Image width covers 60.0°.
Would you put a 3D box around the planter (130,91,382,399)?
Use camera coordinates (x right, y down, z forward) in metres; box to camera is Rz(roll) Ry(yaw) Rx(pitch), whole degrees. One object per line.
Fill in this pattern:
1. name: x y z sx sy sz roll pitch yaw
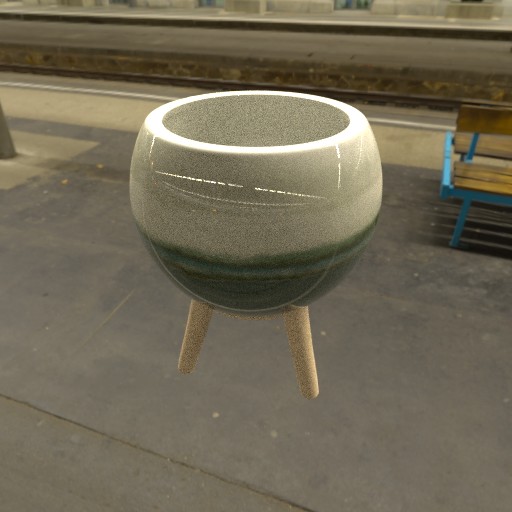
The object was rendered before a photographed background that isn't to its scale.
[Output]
1. planter: 0.000 0.000 0.442 0.222 0.278 0.222 0 33 0
